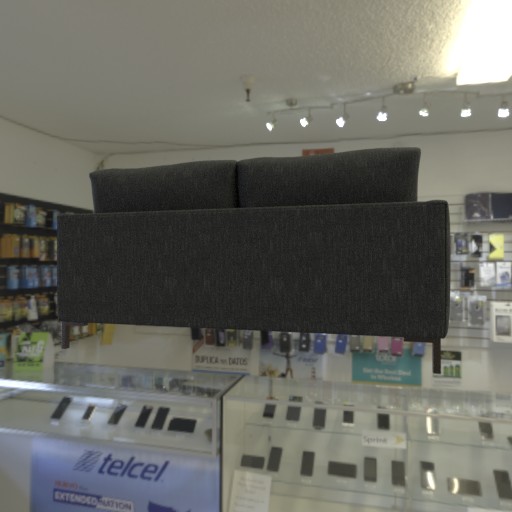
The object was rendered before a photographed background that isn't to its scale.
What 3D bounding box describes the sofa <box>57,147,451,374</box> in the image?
[{"bbox_3d":[0.000,0.000,2.225,1.716,0.862,0.866,0,-1,17],"label":"sofa"}]
